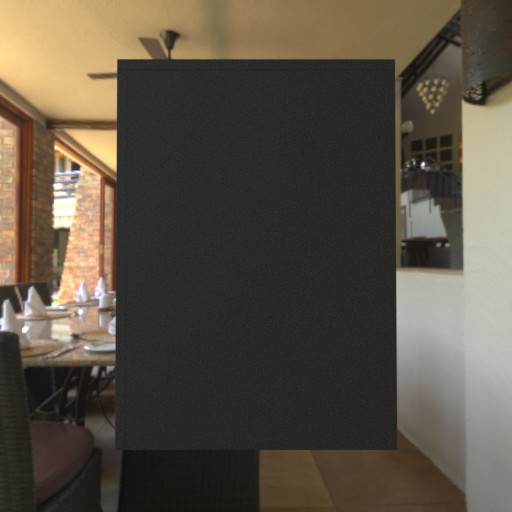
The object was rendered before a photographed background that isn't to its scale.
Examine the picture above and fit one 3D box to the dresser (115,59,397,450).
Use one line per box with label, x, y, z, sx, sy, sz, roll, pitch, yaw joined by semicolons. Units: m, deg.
dresser;0.000;0.000;0.812;0.400;0.560;0.360;0;-1;0
